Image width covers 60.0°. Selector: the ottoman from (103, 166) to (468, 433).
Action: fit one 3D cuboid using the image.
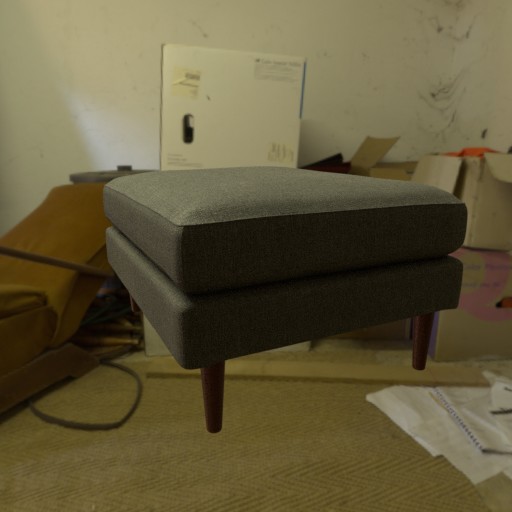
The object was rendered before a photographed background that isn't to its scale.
[{"bbox_3d":[0.000,0.000,1.238,0.693,0.474,0.821,-7,16,-26],"label":"ottoman"}]
